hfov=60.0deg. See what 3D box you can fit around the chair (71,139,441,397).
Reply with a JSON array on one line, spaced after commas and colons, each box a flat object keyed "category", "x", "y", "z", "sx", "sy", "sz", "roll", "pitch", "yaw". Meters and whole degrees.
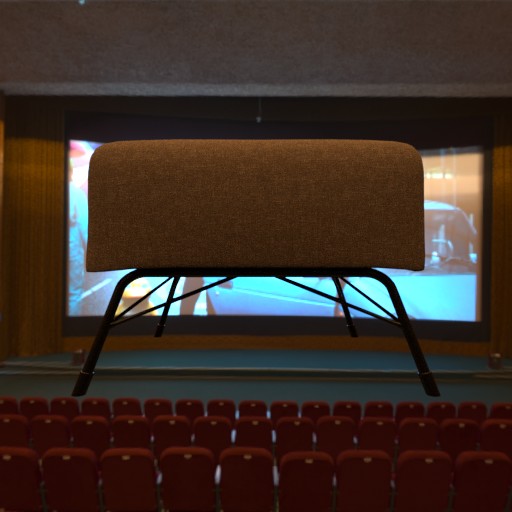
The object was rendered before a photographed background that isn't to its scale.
[{"category": "chair", "x": 0.000, "y": 0.000, "z": 0.898, "sx": 0.530, "sy": 0.410, "sz": 0.530, "roll": 0, "pitch": -1, "yaw": 0}]
